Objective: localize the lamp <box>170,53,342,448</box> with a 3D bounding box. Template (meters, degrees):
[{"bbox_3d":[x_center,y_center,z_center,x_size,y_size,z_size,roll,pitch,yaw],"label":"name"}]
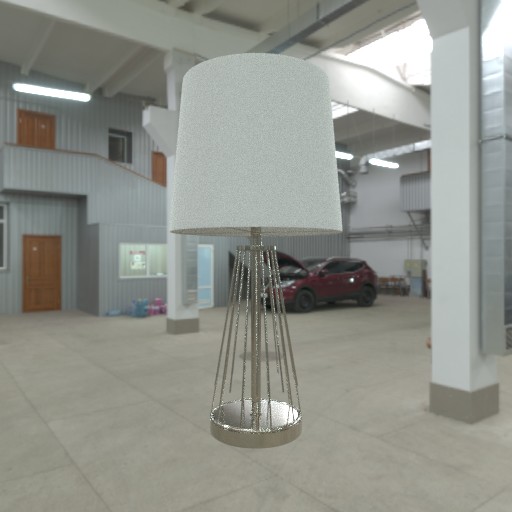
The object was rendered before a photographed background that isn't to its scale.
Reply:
[{"bbox_3d":[0.000,0.000,0.791,0.303,0.618,0.303,0,0,0],"label":"lamp"}]
